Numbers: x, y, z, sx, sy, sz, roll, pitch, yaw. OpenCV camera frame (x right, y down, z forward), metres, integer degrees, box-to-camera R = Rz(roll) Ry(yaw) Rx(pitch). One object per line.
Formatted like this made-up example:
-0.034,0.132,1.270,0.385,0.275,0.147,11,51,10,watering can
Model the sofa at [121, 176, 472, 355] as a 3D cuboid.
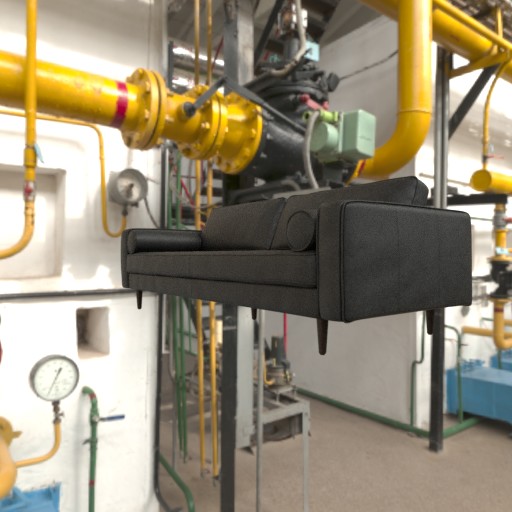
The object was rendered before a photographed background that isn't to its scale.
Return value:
0.000,0.000,2.655,0.914,0.762,2.210,0,0,-37,sofa
